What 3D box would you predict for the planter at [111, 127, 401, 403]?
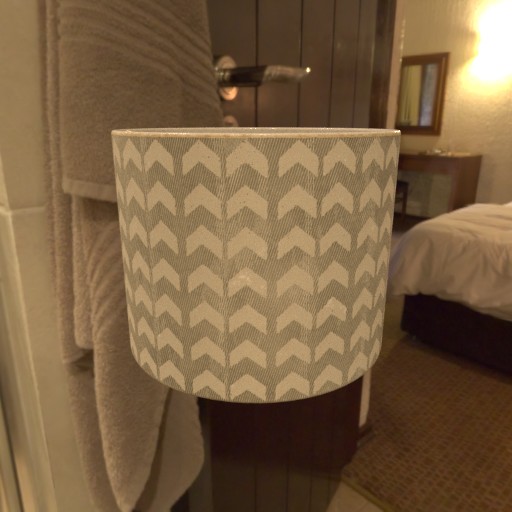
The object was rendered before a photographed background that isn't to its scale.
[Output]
[{"bbox_3d":[0.000,0.000,0.435,0.250,0.239,0.250,0,17,0],"label":"planter"}]
